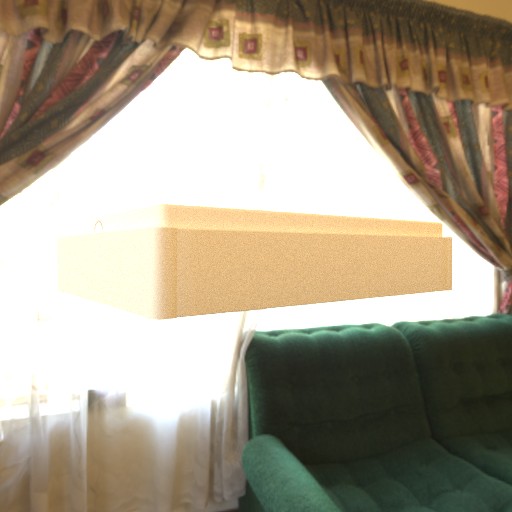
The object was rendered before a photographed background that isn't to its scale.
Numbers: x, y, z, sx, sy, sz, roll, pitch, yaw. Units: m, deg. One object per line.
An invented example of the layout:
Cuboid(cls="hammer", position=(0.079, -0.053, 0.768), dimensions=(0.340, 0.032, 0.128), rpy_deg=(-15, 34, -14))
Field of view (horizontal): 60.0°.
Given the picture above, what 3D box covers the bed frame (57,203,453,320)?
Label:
Cuboid(cls="bed frame", position=(0.000, 0.000, 2.614), dimensions=(1.900, 0.406, 1.400), rpy_deg=(-1, 1, -37))
